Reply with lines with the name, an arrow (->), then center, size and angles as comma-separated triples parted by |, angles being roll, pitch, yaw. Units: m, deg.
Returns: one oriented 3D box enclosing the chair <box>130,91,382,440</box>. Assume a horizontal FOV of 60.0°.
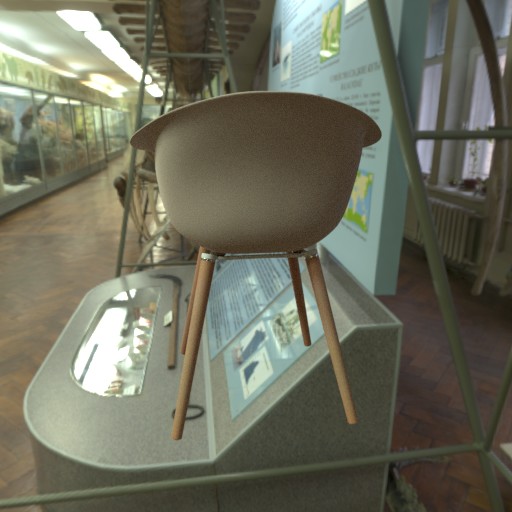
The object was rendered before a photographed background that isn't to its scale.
chair -> 0.000, 0.000, 1.168 | 0.593, 0.781, 0.504 | -2, 16, -8
